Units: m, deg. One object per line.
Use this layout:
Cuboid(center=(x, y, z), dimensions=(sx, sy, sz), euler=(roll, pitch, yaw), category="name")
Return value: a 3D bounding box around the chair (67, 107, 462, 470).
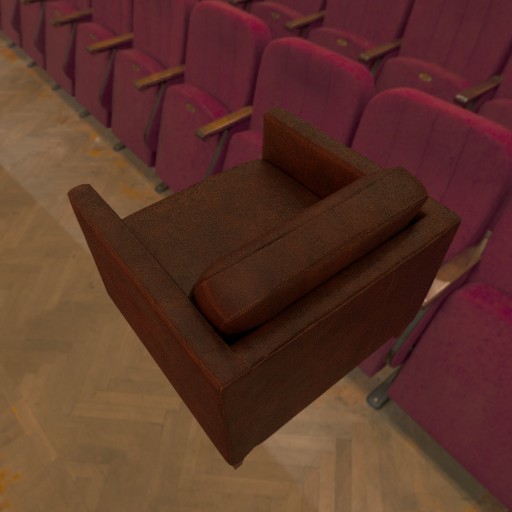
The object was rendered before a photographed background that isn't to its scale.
Cuboid(center=(0.000, 0.000, 1.712), dimensions=(0.990, 0.864, 0.975), euler=(-30, 54, -25), category="chair")
